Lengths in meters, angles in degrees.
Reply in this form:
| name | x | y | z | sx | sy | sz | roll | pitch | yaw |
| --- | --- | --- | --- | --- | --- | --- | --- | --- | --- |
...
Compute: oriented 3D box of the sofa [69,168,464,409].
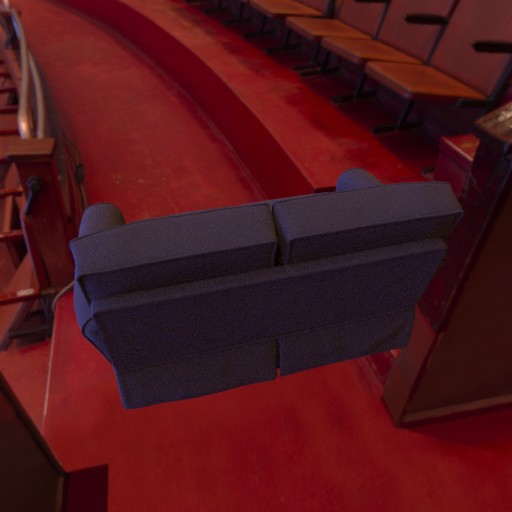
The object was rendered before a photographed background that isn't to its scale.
| name | x | y | z | sx | sy | sz | roll | pitch | yaw |
| --- | --- | --- | --- | --- | --- | --- | --- | --- | --- |
| sofa | 0.000 | 0.000 | 2.379 | 1.801 | 1.059 | 0.997 | -10 | 41 | -12 |
